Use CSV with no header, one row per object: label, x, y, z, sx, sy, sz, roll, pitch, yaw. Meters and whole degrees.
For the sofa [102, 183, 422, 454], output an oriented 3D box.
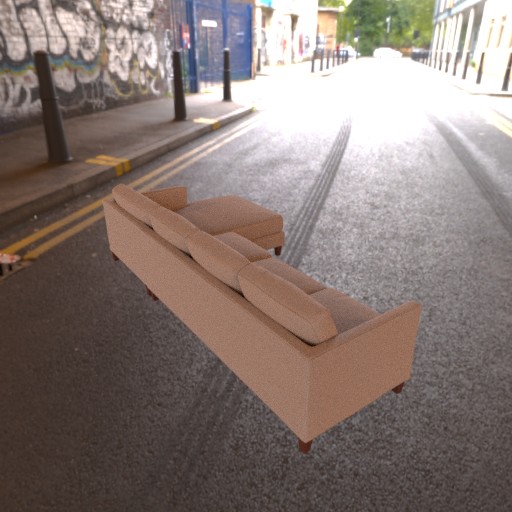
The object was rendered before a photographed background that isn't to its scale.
sofa,0.000,0.000,3.892,1.625,0.861,3.186,-17,30,-32
